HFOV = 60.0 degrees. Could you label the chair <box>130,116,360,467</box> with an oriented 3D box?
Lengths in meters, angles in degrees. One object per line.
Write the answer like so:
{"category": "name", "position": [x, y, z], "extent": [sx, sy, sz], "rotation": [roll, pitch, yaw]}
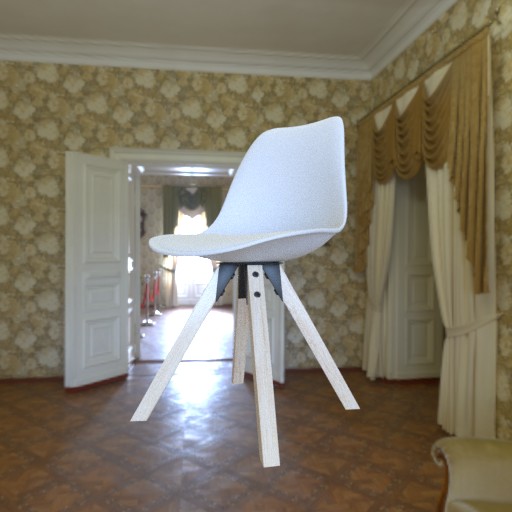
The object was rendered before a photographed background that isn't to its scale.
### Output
{"category": "chair", "position": [0.000, 0.000, 1.212], "extent": [0.485, 0.850, 0.550], "rotation": [0, 0, 36]}
